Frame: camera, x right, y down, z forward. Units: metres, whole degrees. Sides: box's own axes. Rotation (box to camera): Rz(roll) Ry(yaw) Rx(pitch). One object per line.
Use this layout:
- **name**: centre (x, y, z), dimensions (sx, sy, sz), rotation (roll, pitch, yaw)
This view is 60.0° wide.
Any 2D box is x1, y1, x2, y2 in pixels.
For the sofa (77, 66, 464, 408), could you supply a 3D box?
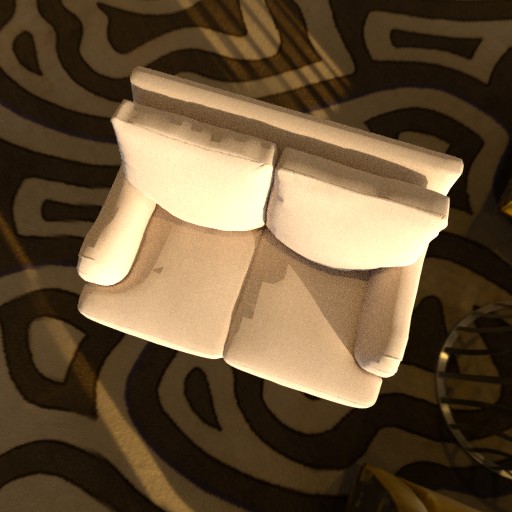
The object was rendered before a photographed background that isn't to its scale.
- **sofa**: centre (0.000, 0.000, 2.166), dimensions (1.508, 1.048, 1.087), rotation (17, 78, 4)
